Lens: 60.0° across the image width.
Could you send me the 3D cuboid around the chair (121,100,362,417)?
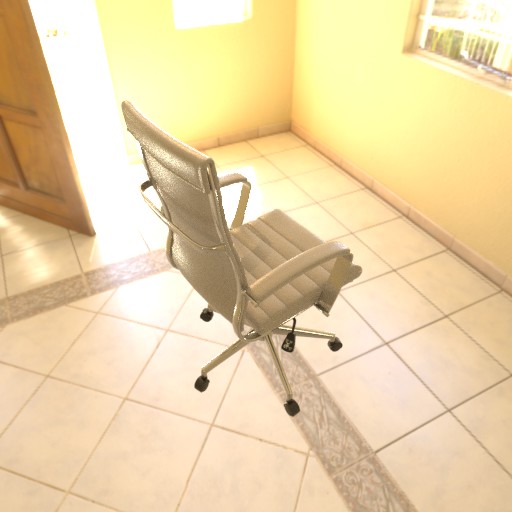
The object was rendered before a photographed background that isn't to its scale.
[{"bbox_3d":[0.000,0.000,1.611,0.667,1.149,0.679,-26,47,-27],"label":"chair"}]
